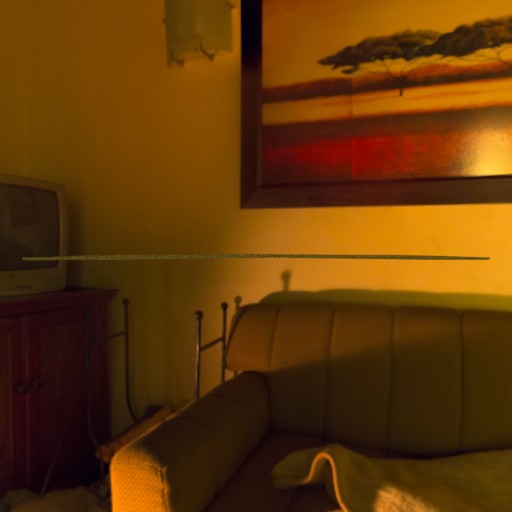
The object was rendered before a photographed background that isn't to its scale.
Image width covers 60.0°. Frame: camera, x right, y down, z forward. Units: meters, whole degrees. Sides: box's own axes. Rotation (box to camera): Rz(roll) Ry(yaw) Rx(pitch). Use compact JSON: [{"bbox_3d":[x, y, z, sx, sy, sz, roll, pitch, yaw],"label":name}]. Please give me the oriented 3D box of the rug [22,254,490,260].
[{"bbox_3d":[0.000,0.000,2.238,1.777,0.021,1.145,0,1,1],"label":"rug"}]
